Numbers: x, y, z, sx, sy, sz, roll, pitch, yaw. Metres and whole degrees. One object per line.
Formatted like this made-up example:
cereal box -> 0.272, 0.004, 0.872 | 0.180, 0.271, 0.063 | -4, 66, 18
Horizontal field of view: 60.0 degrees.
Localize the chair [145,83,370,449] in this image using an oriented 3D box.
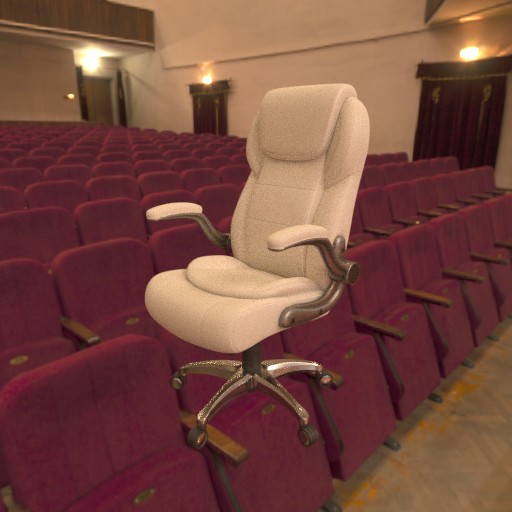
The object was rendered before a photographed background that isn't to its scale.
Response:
chair -> 0.000, 0.000, 1.785 | 0.755, 1.330, 0.806 | 15, 22, 42
